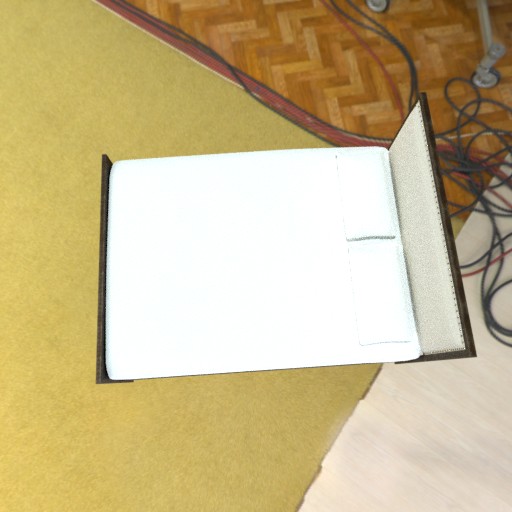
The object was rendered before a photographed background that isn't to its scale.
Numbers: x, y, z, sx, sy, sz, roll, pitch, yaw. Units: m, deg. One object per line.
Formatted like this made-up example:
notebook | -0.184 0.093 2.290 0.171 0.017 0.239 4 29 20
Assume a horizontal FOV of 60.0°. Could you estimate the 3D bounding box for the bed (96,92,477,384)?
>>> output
bed | 0.000 0.000 3.149 2.221 1.313 1.607 -4 75 -1
